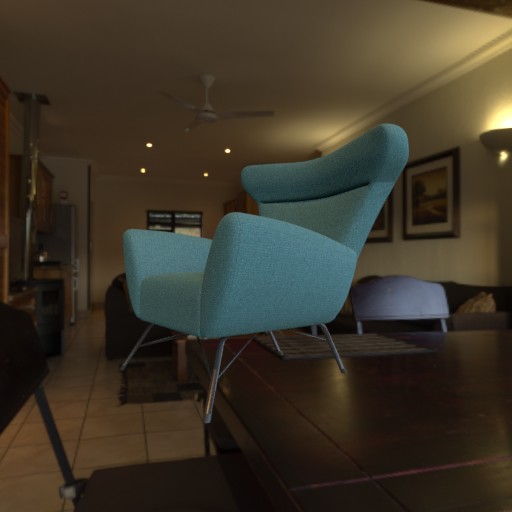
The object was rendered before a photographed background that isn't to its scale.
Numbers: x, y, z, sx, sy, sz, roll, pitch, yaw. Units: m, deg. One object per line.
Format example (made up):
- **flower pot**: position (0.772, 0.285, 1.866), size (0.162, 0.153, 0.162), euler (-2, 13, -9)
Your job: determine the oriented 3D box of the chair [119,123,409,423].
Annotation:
- **chair**: position (0.000, 0.000, 1.856), size (0.900, 0.980, 1.050), euler (0, -1, -35)
